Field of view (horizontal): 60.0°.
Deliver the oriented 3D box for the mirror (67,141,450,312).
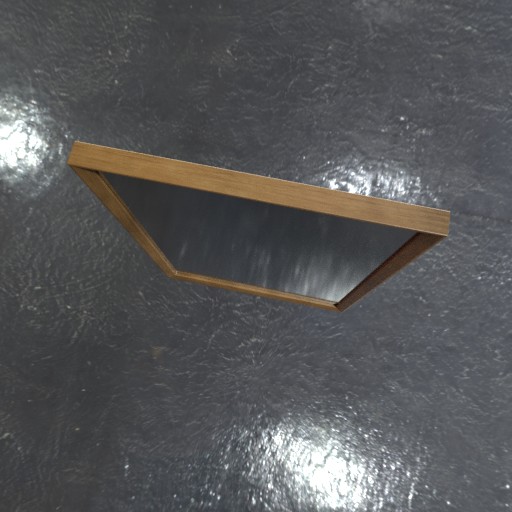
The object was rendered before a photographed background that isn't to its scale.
[{"bbox_3d":[0.000,0.000,0.924,0.508,0.711,0.039,11,75,3],"label":"mirror"}]
